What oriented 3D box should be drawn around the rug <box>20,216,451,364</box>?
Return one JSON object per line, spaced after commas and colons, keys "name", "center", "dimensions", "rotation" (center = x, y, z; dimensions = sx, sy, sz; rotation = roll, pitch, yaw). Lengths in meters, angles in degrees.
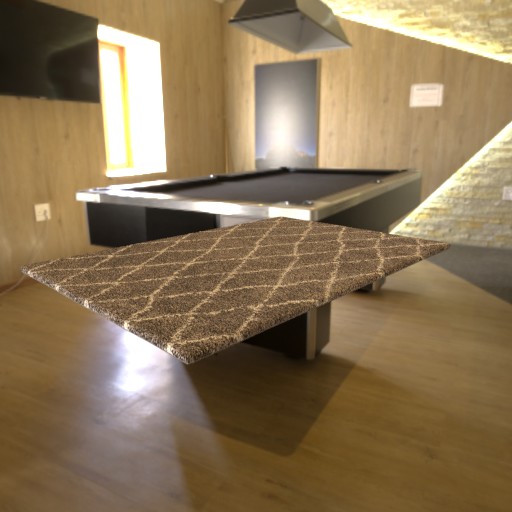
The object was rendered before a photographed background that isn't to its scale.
{"name": "rug", "center": [0.000, 0.000, 2.186], "dimensions": [1.219, 0.030, 1.778], "rotation": [14, 21, 42]}
